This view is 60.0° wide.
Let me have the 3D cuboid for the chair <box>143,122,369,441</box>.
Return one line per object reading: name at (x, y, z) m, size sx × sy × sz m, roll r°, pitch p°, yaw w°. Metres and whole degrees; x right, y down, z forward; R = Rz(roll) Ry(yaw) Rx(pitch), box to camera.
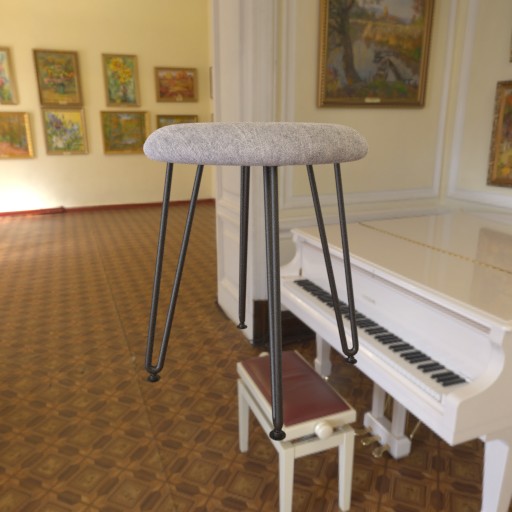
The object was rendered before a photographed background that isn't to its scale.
chair at (0.000, 0.000, 0.669) m, size 0.350 × 0.386 × 0.350 m, roll -3°, pitch 16°, yaw -9°
